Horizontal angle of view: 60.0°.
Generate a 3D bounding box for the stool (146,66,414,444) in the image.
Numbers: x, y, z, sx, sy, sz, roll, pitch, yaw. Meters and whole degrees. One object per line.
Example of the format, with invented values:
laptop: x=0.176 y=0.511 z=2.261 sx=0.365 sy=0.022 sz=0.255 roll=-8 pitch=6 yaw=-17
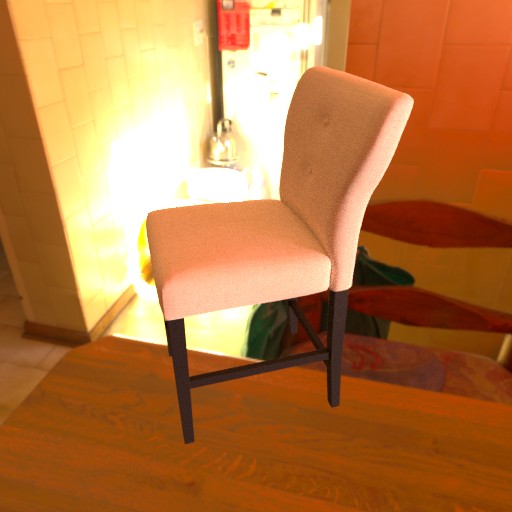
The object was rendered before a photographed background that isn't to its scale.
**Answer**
stool: x=0.000 y=0.000 z=1.310 sx=0.603 sy=0.972 sz=0.514 roll=-8 pitch=31 yaw=-14
